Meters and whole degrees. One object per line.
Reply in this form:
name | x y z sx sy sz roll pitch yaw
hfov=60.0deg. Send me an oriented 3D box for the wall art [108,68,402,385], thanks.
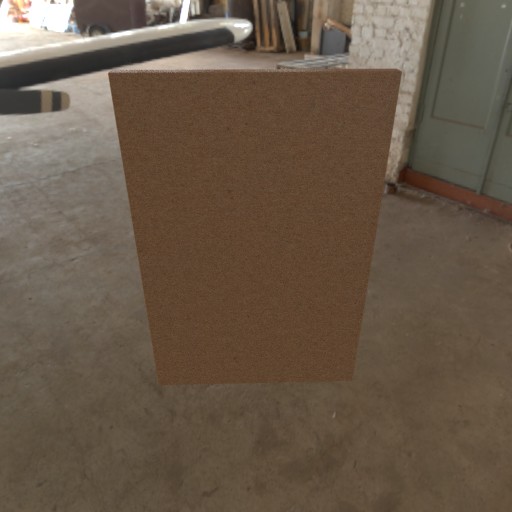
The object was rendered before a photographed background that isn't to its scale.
wall art | 0.000 0.000 1.171 0.610 0.914 0.037 -1 31 -2
